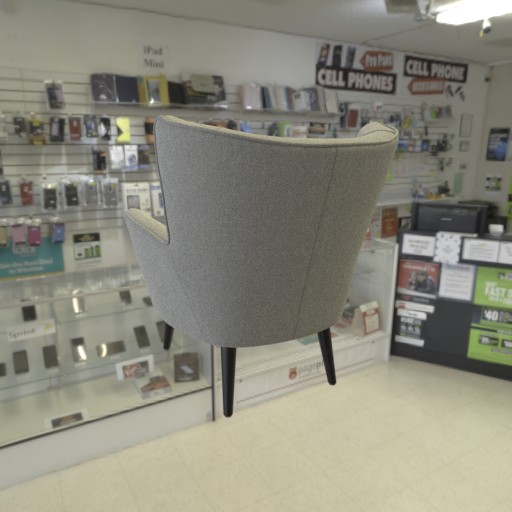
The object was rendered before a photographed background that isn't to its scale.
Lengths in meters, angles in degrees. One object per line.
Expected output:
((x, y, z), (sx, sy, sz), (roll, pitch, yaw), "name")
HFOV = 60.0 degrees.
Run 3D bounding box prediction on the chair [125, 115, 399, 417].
((0.000, 0.000, 1.605), (0.781, 0.933, 0.888), (-7, 16, -27), "chair")
